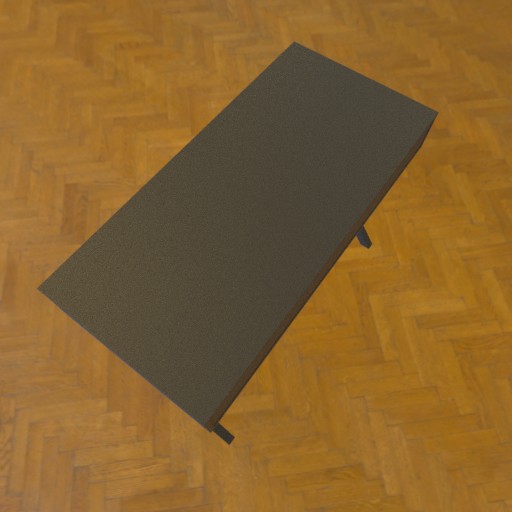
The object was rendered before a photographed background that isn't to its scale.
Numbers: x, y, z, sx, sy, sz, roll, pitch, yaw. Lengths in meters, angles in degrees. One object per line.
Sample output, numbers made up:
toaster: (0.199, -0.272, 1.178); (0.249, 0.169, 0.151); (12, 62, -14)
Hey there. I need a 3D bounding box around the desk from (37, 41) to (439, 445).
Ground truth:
desk: (0.000, 0.000, 1.504); (0.525, 0.780, 1.057); (34, 68, 15)
